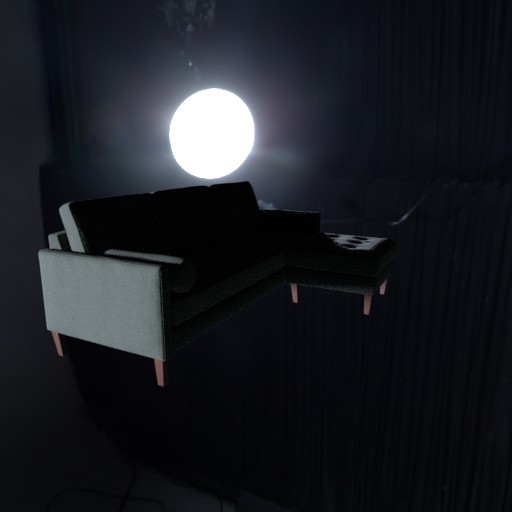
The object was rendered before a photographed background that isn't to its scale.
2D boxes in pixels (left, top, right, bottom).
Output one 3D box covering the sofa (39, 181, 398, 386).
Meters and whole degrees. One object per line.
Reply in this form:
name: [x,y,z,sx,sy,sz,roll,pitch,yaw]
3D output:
sofa: [0.000,0.000,2.990,1.506,0.876,2.178,7,15,27]
